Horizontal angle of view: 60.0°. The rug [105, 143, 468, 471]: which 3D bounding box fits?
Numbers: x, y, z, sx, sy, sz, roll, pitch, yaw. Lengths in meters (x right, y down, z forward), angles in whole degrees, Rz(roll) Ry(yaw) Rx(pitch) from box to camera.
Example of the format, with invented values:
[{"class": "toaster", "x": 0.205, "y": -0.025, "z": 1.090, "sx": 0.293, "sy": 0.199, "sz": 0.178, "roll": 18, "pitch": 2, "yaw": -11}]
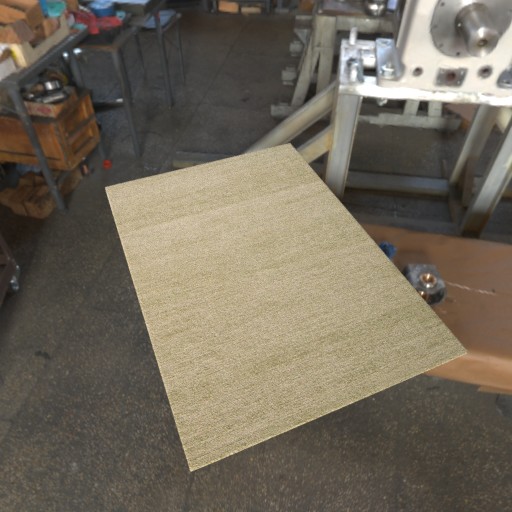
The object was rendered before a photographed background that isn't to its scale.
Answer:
[{"class": "rug", "x": 0.000, "y": 0.000, "z": 5.128, "sx": 2.782, "sy": 0.025, "sz": 3.935, "roll": -17, "pitch": 49, "yaw": -15}]
